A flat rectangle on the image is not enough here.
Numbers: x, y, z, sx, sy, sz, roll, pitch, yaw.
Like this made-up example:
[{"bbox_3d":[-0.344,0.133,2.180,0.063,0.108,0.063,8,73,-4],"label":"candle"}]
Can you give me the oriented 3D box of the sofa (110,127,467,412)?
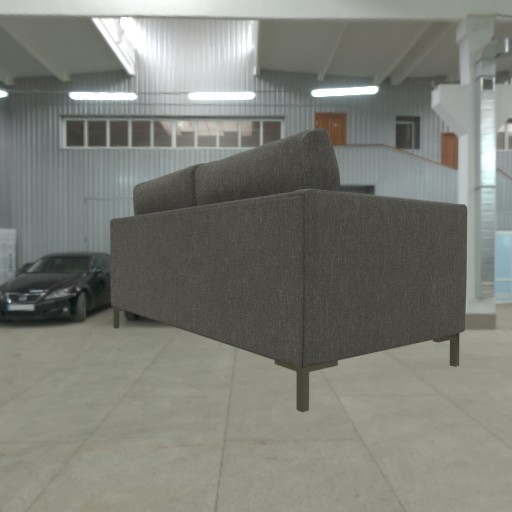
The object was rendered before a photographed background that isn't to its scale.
[{"bbox_3d":[0.000,0.000,2.131,0.875,0.840,1.682,-1,2,-36],"label":"sofa"}]
